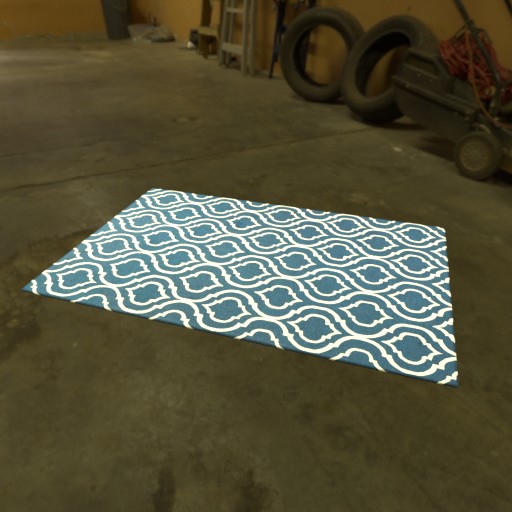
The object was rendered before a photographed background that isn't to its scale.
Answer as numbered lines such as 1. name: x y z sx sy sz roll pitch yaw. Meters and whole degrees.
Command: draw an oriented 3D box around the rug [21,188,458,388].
1. rug: 0.000 0.000 2.133 1.753 0.010 1.143 10 33 15
